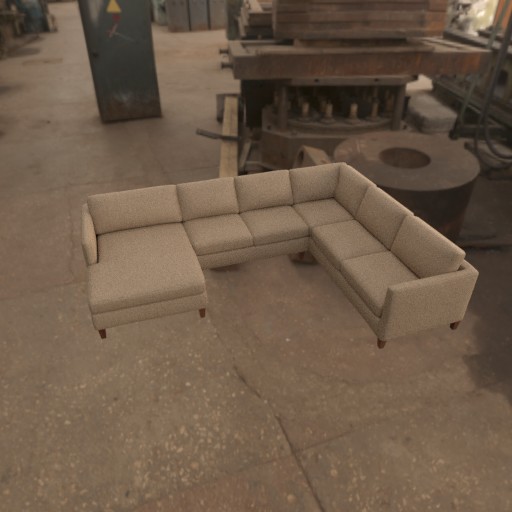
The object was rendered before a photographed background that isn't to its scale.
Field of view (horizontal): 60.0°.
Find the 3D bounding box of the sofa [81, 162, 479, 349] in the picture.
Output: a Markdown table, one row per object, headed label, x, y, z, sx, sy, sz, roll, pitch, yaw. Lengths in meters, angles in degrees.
| label | x | y | z | sx | sy | sz | roll | pitch | yaw |
| --- | --- | --- | --- | --- | --- | --- | --- | --- | --- |
| sofa | 0.000 | 0.000 | 4.624 | 3.403 | 0.889 | 2.551 | -10 | 35 | -15 |
